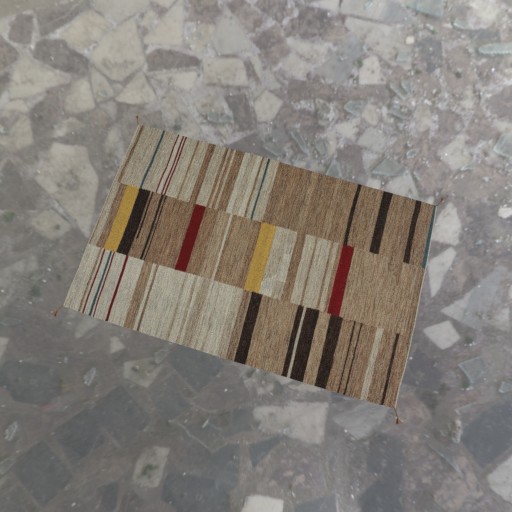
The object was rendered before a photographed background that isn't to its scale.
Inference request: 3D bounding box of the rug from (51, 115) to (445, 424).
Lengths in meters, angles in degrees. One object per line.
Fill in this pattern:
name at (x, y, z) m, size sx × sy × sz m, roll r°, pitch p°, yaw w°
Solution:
rug at (0.000, 0.000, 2.436) m, size 1.918 × 0.007 × 1.268 m, roll 16°, pitch 76°, yaw 4°
